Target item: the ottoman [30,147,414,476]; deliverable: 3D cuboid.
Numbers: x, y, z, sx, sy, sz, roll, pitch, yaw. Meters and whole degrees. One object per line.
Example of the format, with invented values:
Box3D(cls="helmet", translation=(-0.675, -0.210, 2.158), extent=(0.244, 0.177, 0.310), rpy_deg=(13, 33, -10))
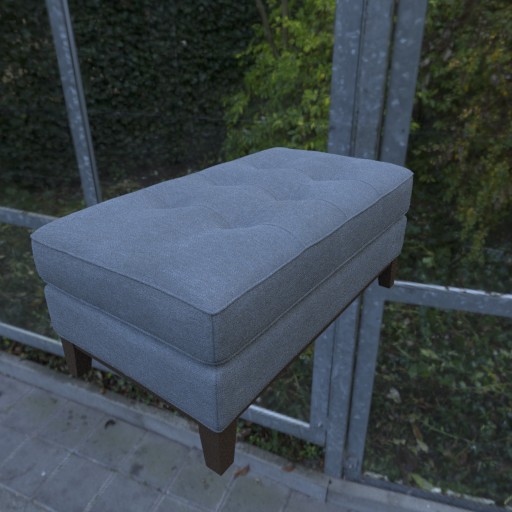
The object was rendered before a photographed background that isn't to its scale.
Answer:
Box3D(cls="ottoman", translation=(0.000, 0.000, 1.456), extent=(0.648, 0.514, 1.143), rpy_deg=(18, 32, 32))
